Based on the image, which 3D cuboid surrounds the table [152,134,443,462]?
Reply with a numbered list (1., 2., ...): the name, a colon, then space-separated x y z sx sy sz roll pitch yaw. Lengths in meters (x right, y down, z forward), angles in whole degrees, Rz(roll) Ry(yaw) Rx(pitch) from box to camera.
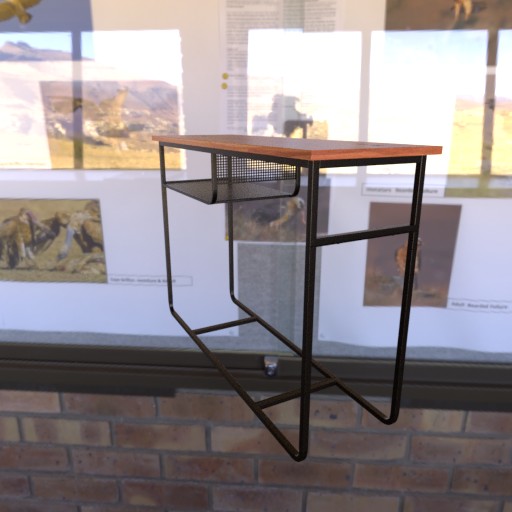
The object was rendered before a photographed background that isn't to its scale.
1. table: 0.000 0.000 1.472 0.350 0.750 1.100 -9 19 -27
